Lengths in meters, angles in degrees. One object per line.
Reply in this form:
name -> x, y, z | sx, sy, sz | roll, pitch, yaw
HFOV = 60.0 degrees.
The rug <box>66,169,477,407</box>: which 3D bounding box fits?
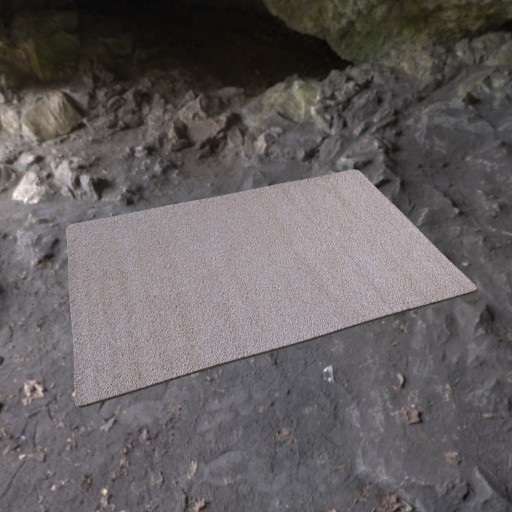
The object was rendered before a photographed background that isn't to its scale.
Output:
rug -> 0.000, 0.000, 2.930 | 2.349, 0.026, 1.500 | -13, 43, -14
